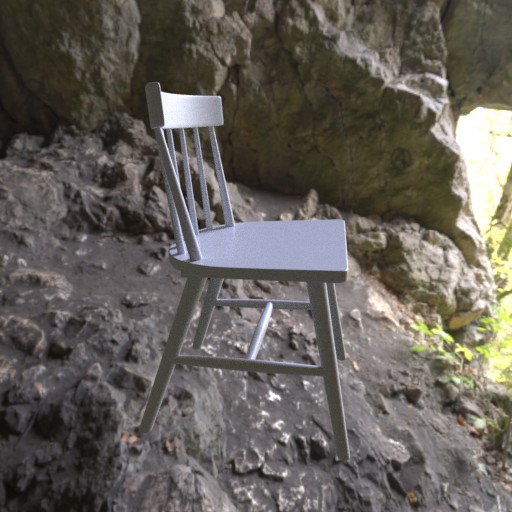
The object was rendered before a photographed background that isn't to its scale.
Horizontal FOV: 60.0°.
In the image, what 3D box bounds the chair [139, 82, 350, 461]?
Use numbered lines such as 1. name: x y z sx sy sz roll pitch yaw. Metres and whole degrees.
1. chair: 0.000 0.000 1.120 0.500 0.787 0.483 3 17 10
